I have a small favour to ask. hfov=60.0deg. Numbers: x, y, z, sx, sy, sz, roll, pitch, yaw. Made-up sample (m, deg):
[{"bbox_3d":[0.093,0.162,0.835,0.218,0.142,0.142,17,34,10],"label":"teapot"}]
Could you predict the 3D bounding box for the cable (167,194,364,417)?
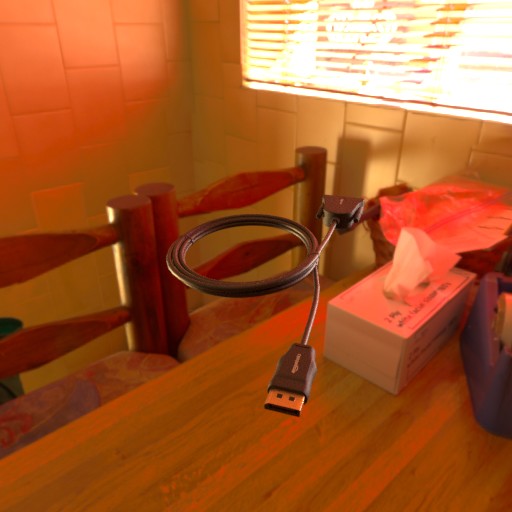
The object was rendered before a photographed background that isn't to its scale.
[{"bbox_3d":[0.000,0.000,0.335,0.136,0.015,0.281,8,28,16],"label":"cable"}]
